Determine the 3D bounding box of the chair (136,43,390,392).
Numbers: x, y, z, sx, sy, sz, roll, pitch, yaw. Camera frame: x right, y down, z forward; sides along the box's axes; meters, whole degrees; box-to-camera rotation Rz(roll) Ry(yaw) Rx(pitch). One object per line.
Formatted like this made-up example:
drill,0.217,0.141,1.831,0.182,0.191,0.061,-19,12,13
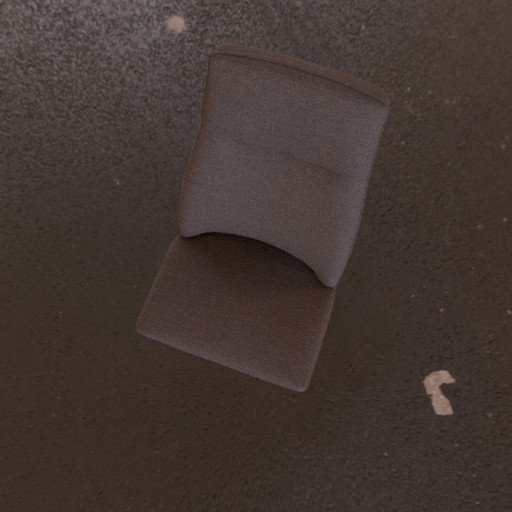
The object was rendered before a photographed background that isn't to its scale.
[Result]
chair,0.000,0.000,1.247,0.500,0.930,0.620,19,76,5
